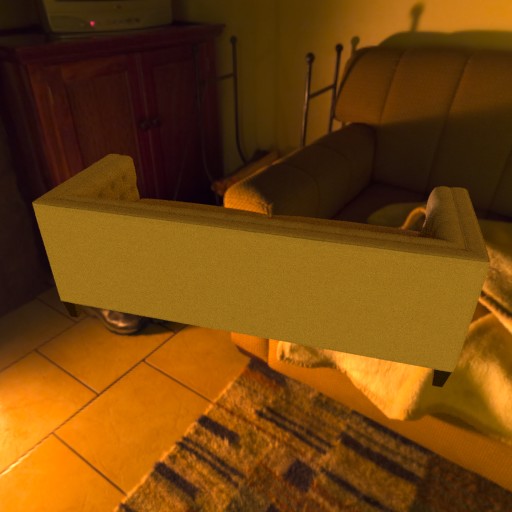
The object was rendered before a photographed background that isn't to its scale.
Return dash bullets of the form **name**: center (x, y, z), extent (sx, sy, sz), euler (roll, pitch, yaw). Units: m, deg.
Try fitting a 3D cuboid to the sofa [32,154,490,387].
- **sofa**: center (0.000, 0.000, 2.520), extent (2.159, 0.762, 0.775), euler (8, 33, 13)
